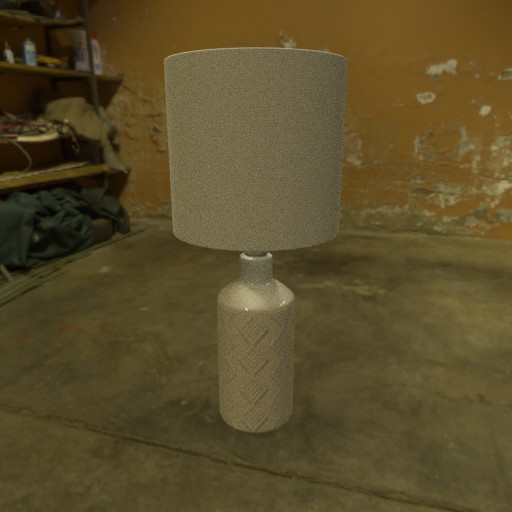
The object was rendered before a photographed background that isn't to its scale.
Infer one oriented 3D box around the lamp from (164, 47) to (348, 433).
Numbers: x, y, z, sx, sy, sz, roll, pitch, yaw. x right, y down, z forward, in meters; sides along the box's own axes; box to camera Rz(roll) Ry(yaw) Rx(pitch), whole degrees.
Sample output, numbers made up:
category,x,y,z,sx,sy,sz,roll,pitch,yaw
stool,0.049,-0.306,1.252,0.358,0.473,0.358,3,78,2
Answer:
category,x,y,z,sx,sy,sz,roll,pitch,yaw
lamp,0.000,0.000,0.572,0.207,0.461,0.207,-8,18,-26
